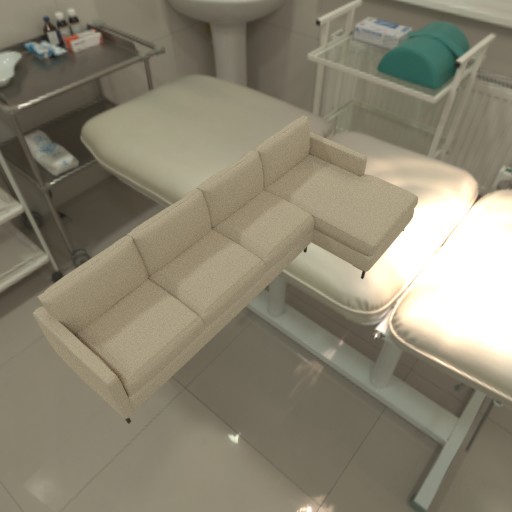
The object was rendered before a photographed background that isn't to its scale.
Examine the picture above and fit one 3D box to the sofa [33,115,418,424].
[{"bbox_3d":[0.000,0.000,3.193,1.258,0.755,2.731,32,55,26],"label":"sofa"}]
